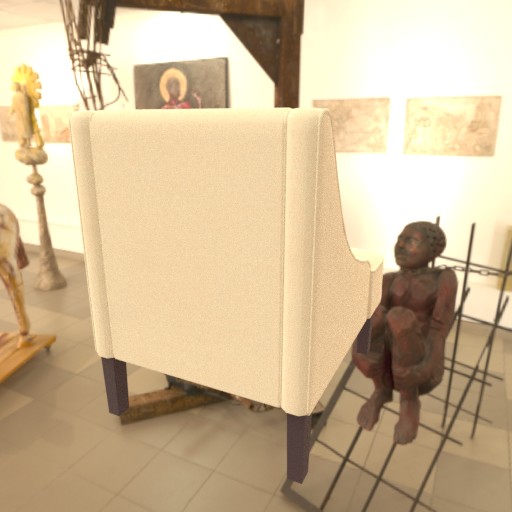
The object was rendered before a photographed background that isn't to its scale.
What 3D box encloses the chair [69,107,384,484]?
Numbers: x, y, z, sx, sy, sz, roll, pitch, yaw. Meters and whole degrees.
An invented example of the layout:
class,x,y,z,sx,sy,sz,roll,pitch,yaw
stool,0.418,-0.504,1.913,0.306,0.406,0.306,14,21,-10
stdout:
class,x,y,z,sx,sy,sz,roll,pitch,yaw
chair,0.000,0.000,1.430,0.689,0.886,0.806,8,19,25
